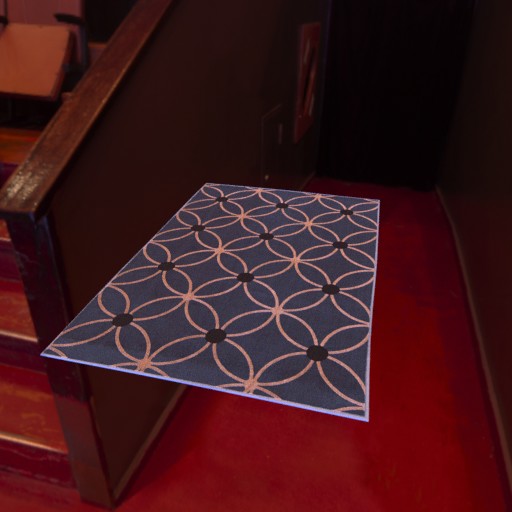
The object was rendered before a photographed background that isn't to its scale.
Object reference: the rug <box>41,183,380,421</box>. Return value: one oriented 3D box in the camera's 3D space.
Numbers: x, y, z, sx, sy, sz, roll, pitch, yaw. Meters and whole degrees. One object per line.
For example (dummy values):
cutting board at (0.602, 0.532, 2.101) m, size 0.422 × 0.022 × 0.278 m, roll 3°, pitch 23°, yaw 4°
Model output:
rug at (0.000, 0.000, 2.874) m, size 1.522 × 0.008 × 2.284 m, roll 7°, pitch 31°, yaw 12°
